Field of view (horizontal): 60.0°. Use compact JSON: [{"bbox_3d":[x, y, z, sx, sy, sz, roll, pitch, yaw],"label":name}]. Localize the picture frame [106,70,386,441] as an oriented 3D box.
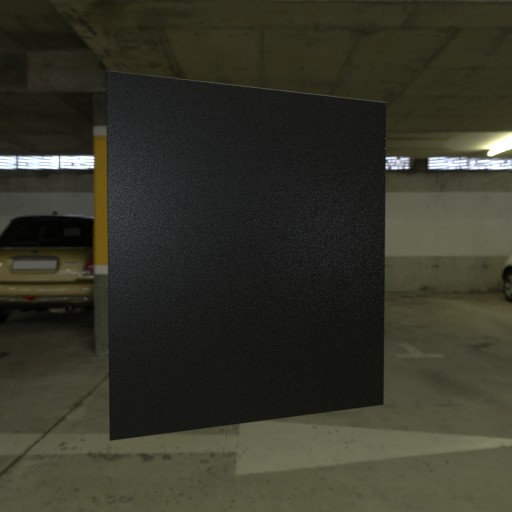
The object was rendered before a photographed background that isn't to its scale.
[{"bbox_3d":[0.000,0.000,0.518,0.328,0.378,0.034,-1,2,-18],"label":"picture frame"}]
